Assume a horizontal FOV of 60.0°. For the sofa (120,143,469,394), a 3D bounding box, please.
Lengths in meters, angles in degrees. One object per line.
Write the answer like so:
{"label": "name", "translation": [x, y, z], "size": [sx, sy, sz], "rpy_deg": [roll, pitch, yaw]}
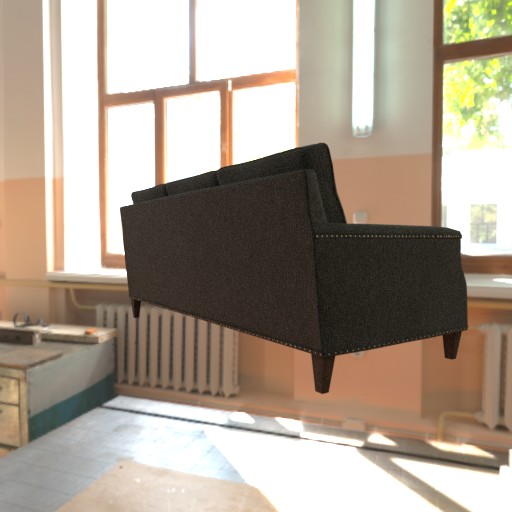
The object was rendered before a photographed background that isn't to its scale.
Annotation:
{"label": "sofa", "translation": [0.000, 0.000, 2.824], "size": [1.084, 1.003, 2.246], "rpy_deg": [-1, 2, -35]}
